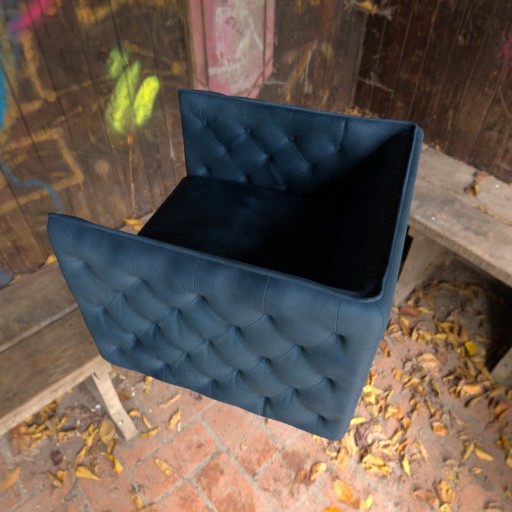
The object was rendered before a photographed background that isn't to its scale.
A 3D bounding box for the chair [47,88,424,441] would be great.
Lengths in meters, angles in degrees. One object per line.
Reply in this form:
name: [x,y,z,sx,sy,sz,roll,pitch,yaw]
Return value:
chair: [0.000,0.000,1.527,0.877,0.771,0.868,15,48,14]
